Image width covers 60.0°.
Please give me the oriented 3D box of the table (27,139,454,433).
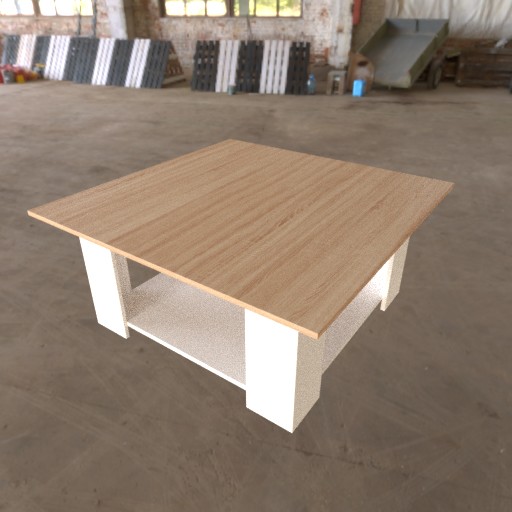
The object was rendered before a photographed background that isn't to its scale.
[{"bbox_3d":[0.000,0.000,1.049,0.670,0.305,0.670,19,35,30],"label":"table"}]
